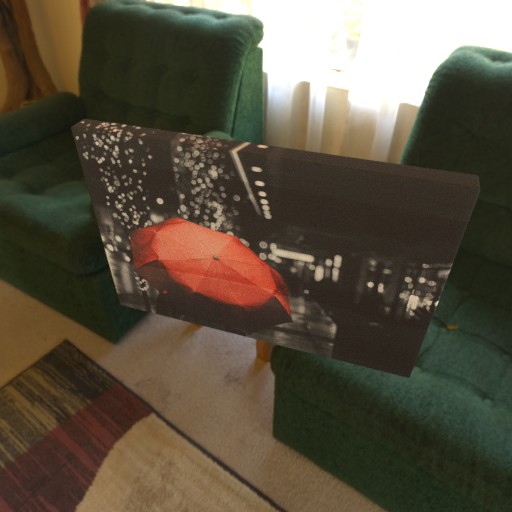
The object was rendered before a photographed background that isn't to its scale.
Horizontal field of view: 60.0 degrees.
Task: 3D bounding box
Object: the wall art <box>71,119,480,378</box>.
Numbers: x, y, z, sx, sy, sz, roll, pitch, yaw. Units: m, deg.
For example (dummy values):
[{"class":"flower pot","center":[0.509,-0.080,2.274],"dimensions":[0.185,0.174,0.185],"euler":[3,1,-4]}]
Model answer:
[{"class":"wall art","center":[0.000,0.000,0.775],"dimensions":[0.609,0.406,0.037],"euler":[12,41,14]}]
